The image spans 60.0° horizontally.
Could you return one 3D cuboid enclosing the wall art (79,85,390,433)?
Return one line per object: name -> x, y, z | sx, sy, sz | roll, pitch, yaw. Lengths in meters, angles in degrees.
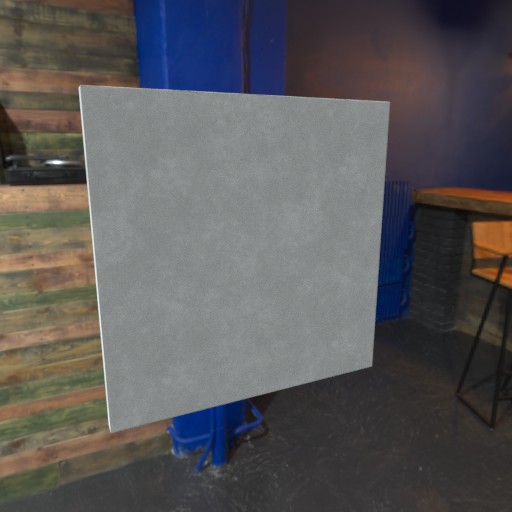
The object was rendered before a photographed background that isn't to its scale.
wall art -> 0.000, 0.000, 0.442 | 0.303, 0.303, 0.015 | -6, 15, -24
